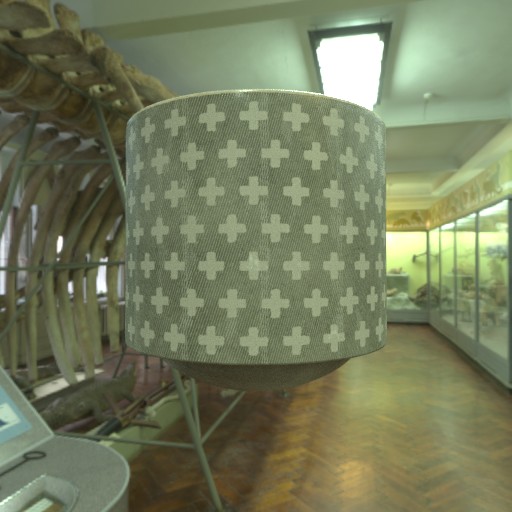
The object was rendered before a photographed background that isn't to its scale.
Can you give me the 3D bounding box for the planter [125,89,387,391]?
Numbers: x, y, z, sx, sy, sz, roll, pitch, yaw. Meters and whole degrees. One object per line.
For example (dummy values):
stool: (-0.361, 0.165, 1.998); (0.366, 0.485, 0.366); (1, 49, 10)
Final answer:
planter: (0.000, 0.000, 0.336); (0.190, 0.181, 0.190); (0, -1, 0)
